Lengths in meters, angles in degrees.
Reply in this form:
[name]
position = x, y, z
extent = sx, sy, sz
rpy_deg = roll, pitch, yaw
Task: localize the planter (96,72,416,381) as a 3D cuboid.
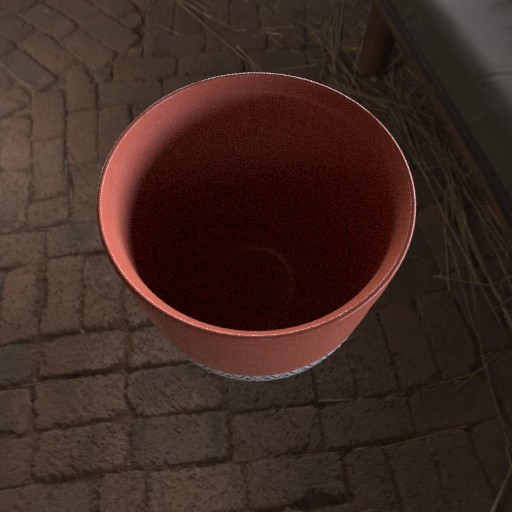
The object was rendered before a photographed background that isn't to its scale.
[planter]
position = 0.000, 0.000, 0.492
extent = 0.266, 0.270, 0.266
rpy_deg = 0, 64, 0
